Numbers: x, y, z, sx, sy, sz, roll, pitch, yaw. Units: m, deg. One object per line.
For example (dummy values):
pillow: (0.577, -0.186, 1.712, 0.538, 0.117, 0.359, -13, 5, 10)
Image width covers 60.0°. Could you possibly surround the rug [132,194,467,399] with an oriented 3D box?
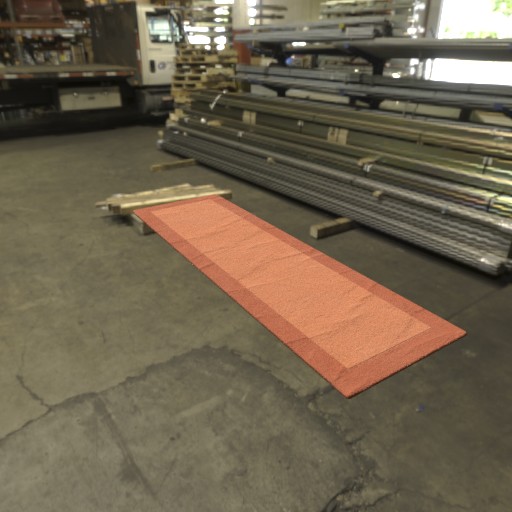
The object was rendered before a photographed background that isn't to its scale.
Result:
rug: (0.000, 0.000, 2.772, 0.914, 0.013, 2.471, -18, 32, -33)
